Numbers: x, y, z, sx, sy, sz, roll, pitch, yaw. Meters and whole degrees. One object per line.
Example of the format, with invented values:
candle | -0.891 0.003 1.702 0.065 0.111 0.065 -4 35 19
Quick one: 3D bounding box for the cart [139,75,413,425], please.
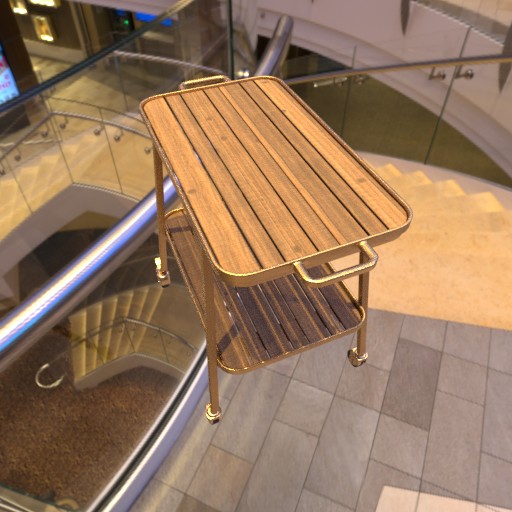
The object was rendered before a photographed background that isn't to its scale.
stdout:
cart | 0.000 0.000 1.260 0.524 0.700 0.806 -17 49 -15
